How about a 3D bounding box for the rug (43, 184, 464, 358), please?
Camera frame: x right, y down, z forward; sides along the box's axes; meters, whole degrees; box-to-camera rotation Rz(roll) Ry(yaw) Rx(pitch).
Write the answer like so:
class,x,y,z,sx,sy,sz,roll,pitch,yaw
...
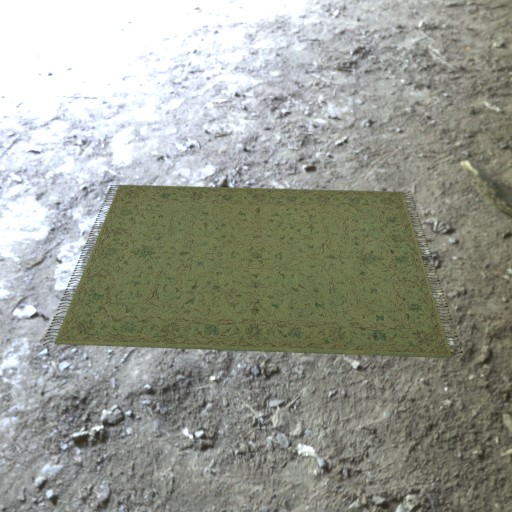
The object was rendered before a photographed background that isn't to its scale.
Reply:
class,x,y,z,sx,sy,sz,roll,pitch,yaw
rug,0.000,0.000,3.068,2.435,0.010,1.544,2,47,2
